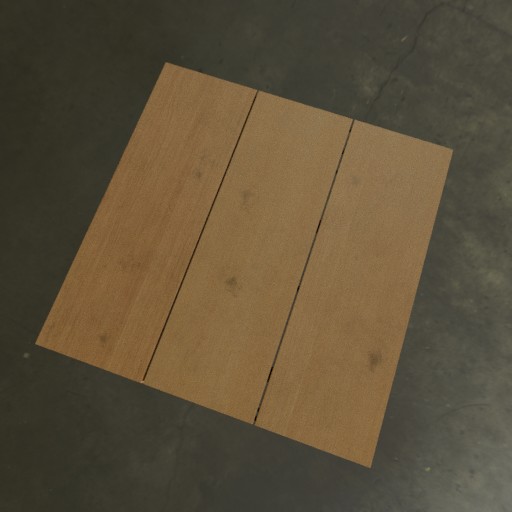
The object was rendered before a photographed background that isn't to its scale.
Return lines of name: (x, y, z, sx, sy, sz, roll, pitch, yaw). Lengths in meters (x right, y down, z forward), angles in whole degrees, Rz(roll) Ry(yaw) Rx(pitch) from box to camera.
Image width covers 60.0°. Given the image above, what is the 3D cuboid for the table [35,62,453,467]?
table: (0.000, 0.000, 1.682, 1.100, 0.400, 1.100, 19, 76, 5)
